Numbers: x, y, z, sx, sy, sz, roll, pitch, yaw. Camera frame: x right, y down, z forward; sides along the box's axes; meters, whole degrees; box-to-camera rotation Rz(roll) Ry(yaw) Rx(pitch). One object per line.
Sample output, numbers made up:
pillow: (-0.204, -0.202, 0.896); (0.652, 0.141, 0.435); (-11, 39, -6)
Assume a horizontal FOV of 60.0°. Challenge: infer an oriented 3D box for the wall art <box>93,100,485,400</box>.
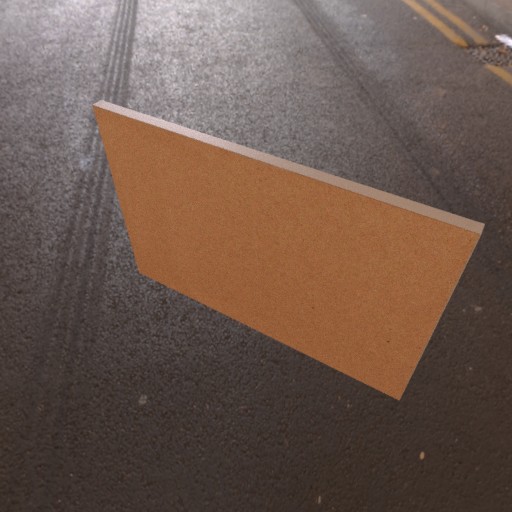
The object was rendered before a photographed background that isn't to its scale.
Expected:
wall art: (0.000, 0.000, 0.772); (0.615, 0.410, 0.021); (23, 50, 21)
